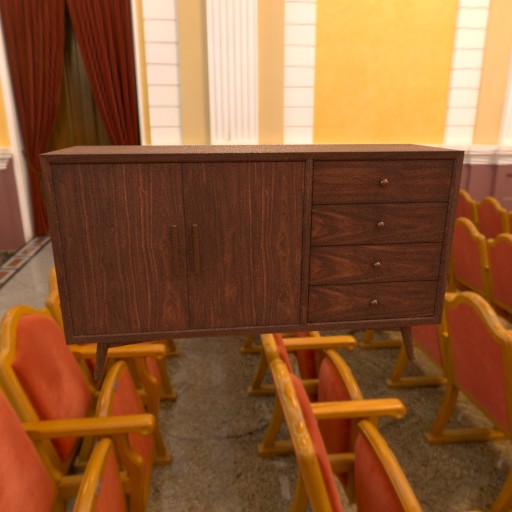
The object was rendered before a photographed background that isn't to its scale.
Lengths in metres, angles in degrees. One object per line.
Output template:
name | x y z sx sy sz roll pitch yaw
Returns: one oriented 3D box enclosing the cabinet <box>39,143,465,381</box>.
cabinet | 0.000 0.000 1.988 1.575 0.940 0.505 -2 18 -6
